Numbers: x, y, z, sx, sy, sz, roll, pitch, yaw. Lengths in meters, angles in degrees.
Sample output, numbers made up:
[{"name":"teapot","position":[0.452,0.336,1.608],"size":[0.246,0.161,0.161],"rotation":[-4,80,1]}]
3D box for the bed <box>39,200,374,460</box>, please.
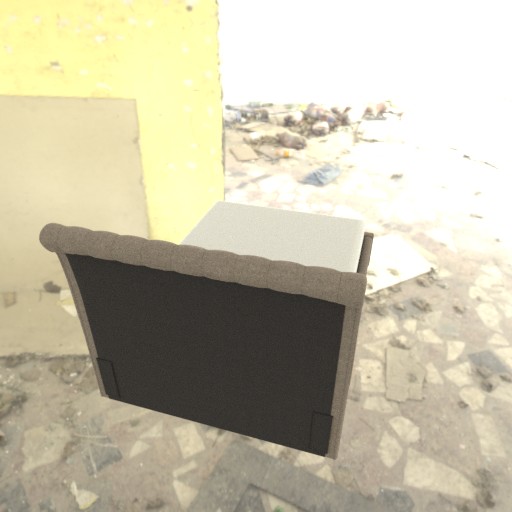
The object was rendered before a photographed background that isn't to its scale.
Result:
[{"name":"bed","position":[0.000,0.000,3.310],"size":[1.645,1.371,2.252],"rotation":[9,34,14]}]
